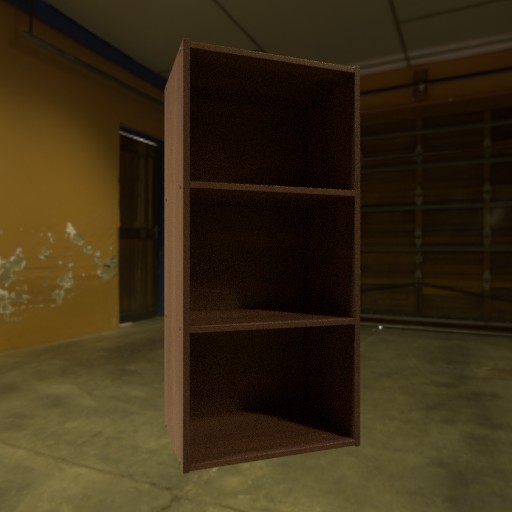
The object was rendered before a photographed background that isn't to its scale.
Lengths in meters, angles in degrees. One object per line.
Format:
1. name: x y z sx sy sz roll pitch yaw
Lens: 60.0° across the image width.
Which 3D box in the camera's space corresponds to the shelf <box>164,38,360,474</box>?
1. shelf: 0.000 0.000 1.098 0.414 0.879 0.290 0 0 -19
